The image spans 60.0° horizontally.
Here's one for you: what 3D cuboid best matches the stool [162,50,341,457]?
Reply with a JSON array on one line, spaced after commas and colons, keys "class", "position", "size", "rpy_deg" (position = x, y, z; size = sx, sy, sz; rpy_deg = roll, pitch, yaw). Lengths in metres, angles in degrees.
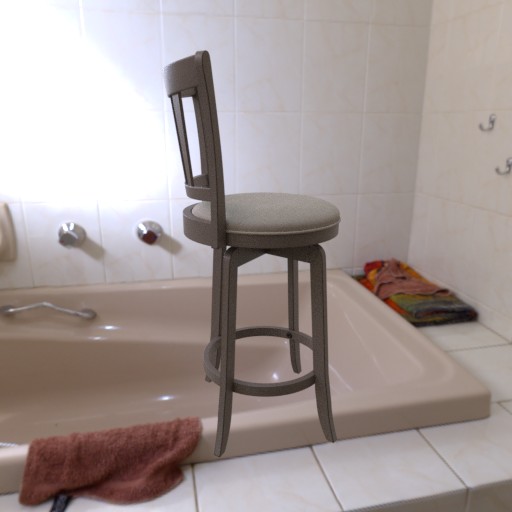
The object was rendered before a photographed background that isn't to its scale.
[{"class": "stool", "position": [0.000, 0.000, 1.282], "size": [0.475, 1.023, 0.436], "rpy_deg": [-3, 17, -10]}]
